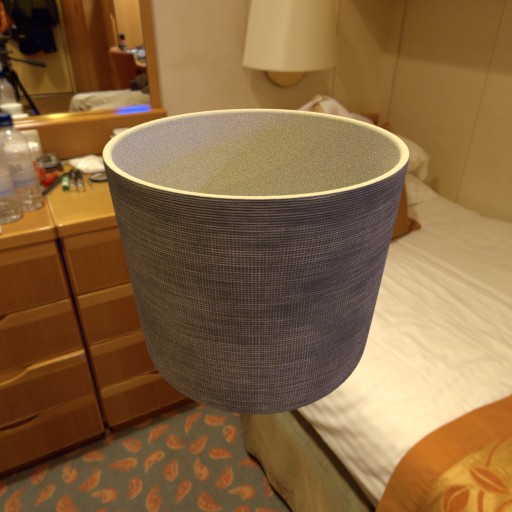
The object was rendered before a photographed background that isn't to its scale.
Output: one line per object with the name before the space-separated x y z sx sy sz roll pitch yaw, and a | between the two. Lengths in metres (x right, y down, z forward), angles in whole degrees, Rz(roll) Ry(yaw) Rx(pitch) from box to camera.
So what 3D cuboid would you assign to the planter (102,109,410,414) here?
planter | 0.000 0.000 0.762 0.440 0.398 0.440 0 30 0
